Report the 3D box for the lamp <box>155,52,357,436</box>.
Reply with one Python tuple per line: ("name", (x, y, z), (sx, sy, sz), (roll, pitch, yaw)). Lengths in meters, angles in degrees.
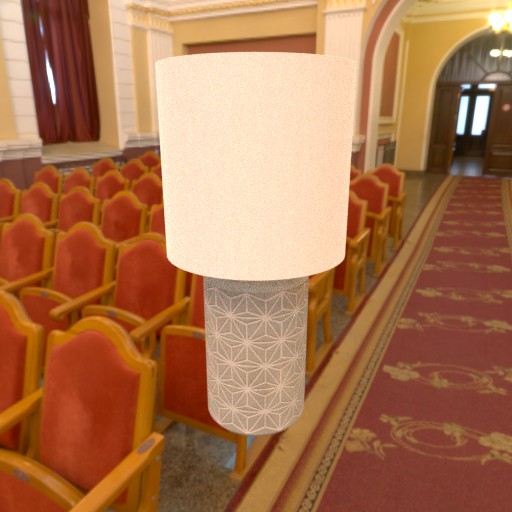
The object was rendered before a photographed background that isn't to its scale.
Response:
("lamp", (0.000, 0.000, 0.525), (0.206, 0.416, 0.206), (9, 19, 26))
